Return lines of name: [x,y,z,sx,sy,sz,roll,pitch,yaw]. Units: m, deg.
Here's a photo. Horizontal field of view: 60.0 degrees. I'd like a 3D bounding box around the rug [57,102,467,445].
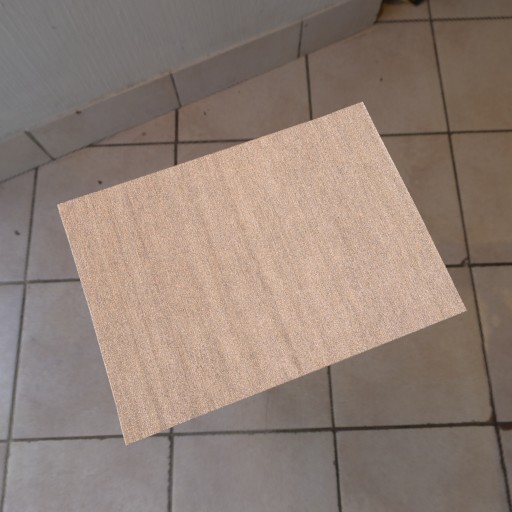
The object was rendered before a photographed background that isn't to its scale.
rug: [0.000,0.000,2.899,2.264,0.030,1.624,-20,76,-5]
